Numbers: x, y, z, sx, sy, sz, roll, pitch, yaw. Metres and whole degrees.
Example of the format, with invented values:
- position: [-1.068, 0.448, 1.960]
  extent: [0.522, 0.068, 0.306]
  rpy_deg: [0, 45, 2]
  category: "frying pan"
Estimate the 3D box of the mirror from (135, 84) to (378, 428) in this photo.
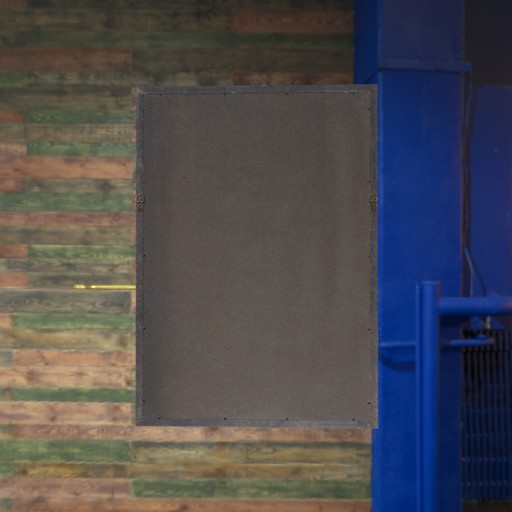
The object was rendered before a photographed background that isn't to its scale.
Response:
- position: [0.000, 0.000, 1.299]
  extent: [0.705, 0.996, 0.025]
  rpy_deg: [0, 0, 1]
  category: "mirror"
